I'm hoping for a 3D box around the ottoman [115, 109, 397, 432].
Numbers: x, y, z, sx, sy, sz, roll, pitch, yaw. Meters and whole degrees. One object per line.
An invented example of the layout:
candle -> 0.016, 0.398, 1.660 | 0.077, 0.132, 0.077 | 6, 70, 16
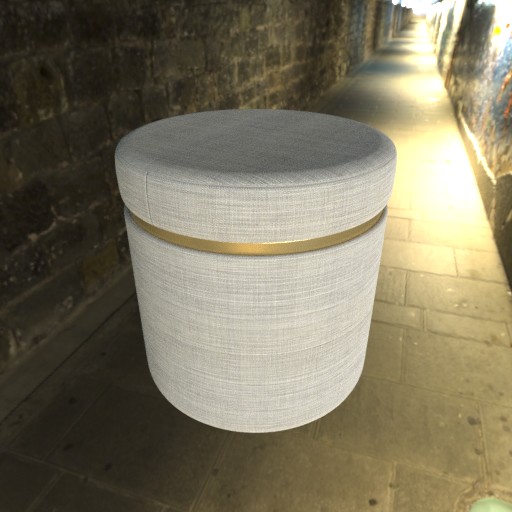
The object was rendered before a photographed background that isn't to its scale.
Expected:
ottoman -> 0.000, 0.000, 0.738 | 0.400, 0.406, 0.400 | 0, 29, 0
